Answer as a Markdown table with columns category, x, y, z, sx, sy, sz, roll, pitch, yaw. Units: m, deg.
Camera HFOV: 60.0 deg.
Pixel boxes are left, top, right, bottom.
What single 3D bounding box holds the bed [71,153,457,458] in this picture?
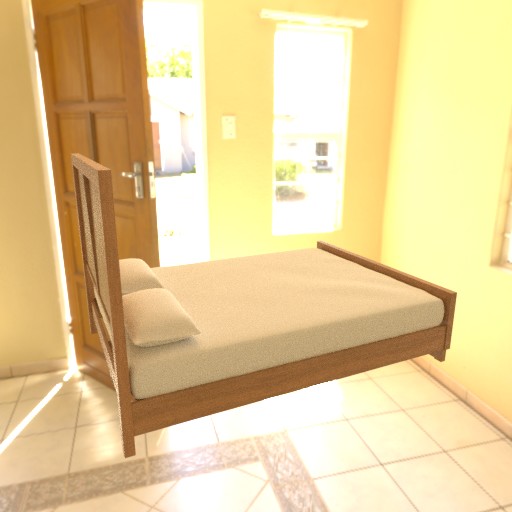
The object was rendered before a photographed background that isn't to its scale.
| category | x | y | z | sx | sy | sz | roll | pitch | yaw |
| --- | --- | --- | --- | --- | --- | --- | --- | --- | --- |
| bed | 0.000 | 0.000 | 3.130 | 2.184 | 1.387 | 1.606 | -7 | 17 | -24 |
